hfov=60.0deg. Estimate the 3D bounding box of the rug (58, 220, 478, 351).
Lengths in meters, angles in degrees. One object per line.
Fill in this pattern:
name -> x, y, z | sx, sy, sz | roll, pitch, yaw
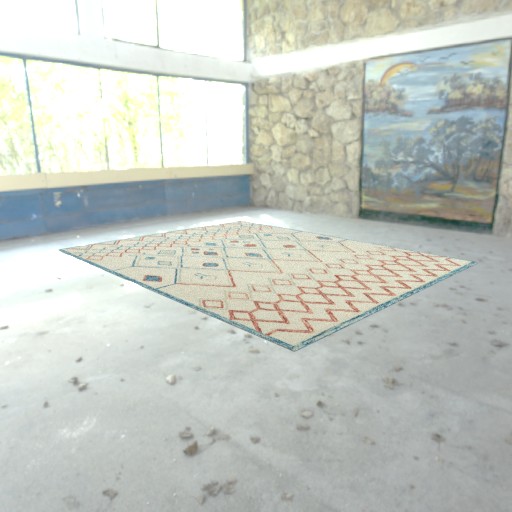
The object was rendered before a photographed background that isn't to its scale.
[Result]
rug -> 0.000, 0.000, 4.095 | 2.441, 0.016, 3.050 | -13, 19, -43
